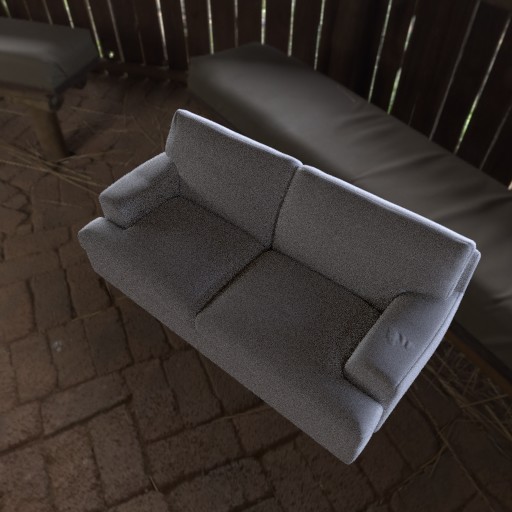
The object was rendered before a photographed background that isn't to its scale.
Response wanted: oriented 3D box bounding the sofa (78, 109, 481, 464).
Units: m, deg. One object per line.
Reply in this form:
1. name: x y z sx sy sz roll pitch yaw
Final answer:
1. sofa: 0.000 0.000 2.726 2.261 0.940 1.143 31 54 25
